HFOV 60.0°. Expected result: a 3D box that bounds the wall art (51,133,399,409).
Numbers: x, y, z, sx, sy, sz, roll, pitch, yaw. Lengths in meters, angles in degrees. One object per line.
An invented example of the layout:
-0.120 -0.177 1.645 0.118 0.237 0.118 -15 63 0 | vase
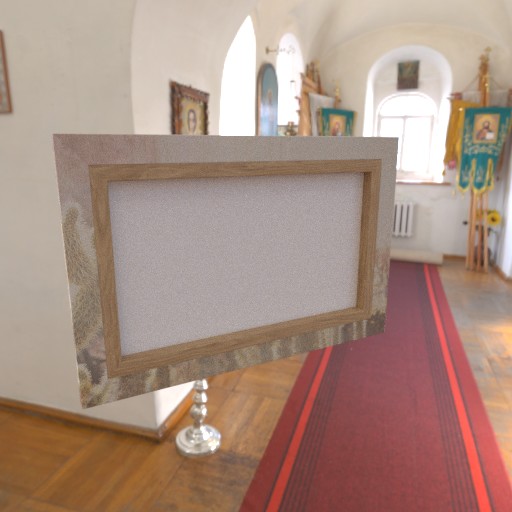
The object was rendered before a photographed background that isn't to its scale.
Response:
0.000 0.000 1.161 0.916 0.608 0.040 -7 16 -27 | wall art
